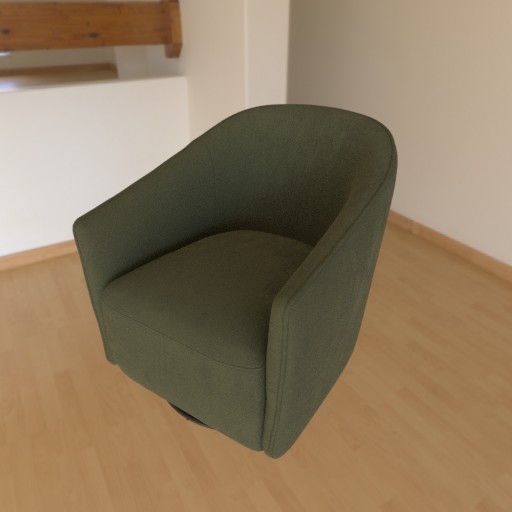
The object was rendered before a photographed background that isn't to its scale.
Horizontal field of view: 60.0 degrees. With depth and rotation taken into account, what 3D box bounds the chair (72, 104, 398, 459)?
[{"bbox_3d":[0.000,0.000,1.428,0.747,0.799,0.875,19,35,29],"label":"chair"}]
